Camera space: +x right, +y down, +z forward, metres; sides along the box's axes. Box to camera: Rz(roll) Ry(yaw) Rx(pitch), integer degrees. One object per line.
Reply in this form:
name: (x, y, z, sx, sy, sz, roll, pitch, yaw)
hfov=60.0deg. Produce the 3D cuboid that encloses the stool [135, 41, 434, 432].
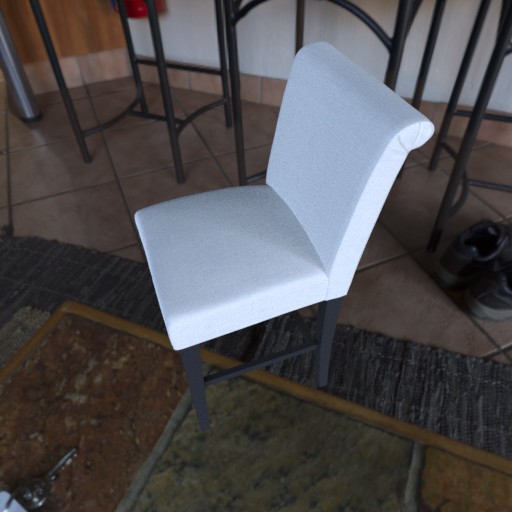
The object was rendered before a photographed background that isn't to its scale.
stool: (0.000, 0.000, 1.275, 0.597, 0.976, 0.452, -15, 48, -14)
